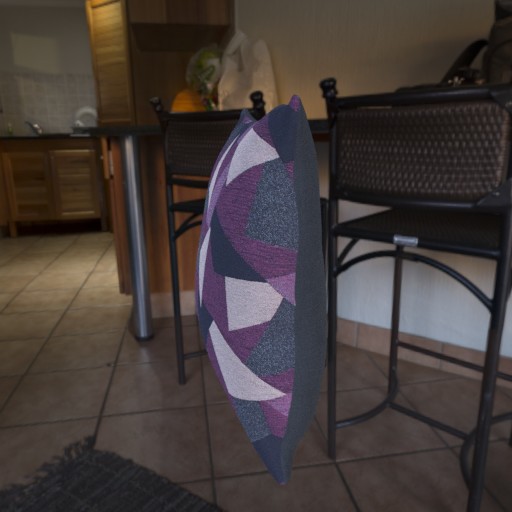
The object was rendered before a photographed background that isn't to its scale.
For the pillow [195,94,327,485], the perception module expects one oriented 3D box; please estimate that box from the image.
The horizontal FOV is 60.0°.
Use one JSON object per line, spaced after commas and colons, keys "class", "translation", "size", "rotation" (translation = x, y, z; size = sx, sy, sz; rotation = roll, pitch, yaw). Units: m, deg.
{"class": "pillow", "translation": [0.000, 0.000, 0.753], "size": [0.208, 0.496, 0.503], "rotation": [-2, 16, -7]}
